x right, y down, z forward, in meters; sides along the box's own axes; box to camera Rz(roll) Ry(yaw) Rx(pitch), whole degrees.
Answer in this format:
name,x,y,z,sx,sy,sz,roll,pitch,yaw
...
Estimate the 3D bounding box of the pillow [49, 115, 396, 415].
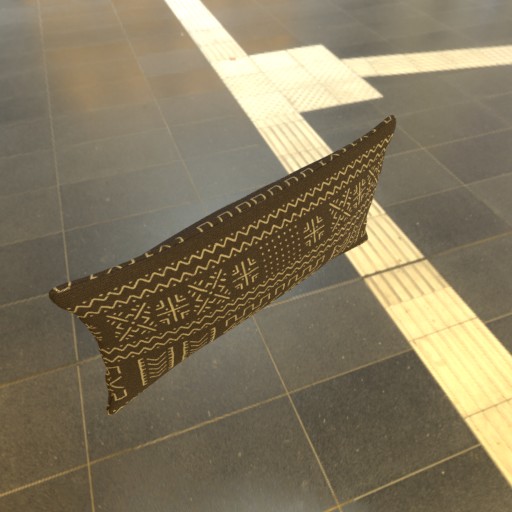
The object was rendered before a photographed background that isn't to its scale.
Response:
name,x,y,z,sx,sy,sz,roll,pitch,yaw
pillow,0.000,0.000,0.786,0.667,0.322,0.135,-31,54,-26
